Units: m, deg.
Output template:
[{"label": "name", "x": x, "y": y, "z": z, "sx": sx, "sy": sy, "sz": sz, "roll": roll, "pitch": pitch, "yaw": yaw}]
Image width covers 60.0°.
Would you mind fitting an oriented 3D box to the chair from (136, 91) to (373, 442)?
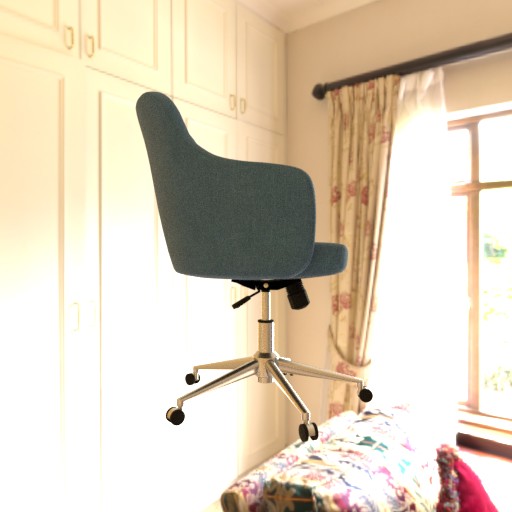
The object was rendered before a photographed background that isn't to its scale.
[{"label": "chair", "x": 0.000, "y": 0.000, "z": 1.250, "sx": 0.655, "sy": 0.820, "sz": 0.599, "roll": 0, "pitch": 0, "yaw": 0}]
